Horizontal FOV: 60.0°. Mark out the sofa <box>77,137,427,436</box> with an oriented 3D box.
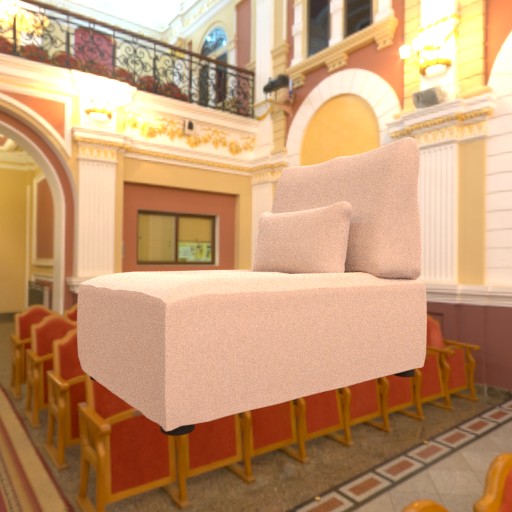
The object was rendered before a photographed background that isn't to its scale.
[{"bbox_3d":[0.000,0.000,1.528,1.000,0.820,0.700,0,0,-37],"label":"sofa"}]
